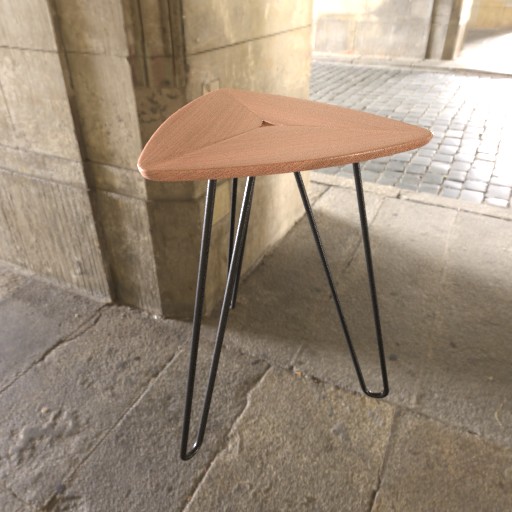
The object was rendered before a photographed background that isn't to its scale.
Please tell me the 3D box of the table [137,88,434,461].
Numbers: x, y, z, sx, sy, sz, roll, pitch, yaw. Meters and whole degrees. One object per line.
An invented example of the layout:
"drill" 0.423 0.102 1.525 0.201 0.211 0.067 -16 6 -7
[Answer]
"table" 0.000 0.000 0.891 0.442 0.564 0.455 -11 34 -16
